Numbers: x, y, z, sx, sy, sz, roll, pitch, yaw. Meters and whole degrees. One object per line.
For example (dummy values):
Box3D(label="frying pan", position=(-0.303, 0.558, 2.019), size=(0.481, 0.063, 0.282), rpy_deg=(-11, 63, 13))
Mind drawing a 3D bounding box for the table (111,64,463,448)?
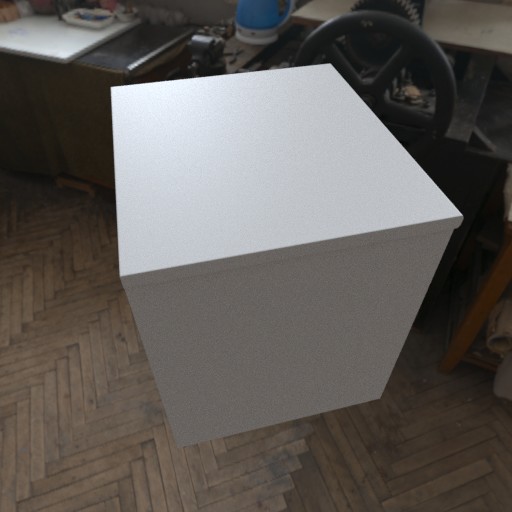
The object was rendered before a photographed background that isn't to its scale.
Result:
Box3D(label="table", position=(0.000, 0.000, 0.773), size=(0.380, 0.460, 0.420), rpy_deg=(-10, 47, -10))
